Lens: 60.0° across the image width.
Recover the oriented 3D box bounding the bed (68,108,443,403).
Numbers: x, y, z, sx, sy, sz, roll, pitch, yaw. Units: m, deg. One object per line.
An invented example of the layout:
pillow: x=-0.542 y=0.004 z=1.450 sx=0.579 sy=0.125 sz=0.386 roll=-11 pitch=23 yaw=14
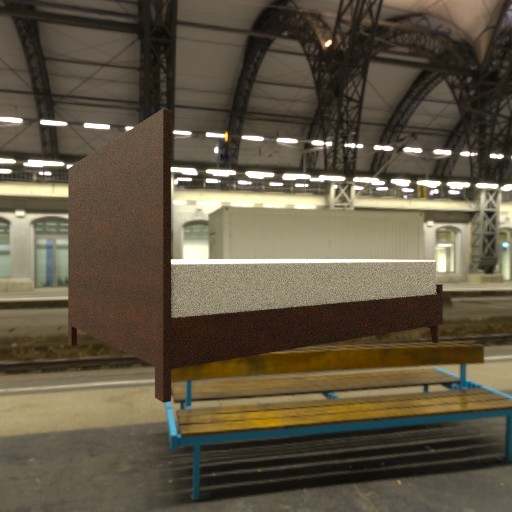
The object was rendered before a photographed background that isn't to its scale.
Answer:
bed: x=0.000 y=0.000 z=3.206 sx=2.184 sy=1.270 sz=1.600 roll=0 pitch=0 yaw=-37
